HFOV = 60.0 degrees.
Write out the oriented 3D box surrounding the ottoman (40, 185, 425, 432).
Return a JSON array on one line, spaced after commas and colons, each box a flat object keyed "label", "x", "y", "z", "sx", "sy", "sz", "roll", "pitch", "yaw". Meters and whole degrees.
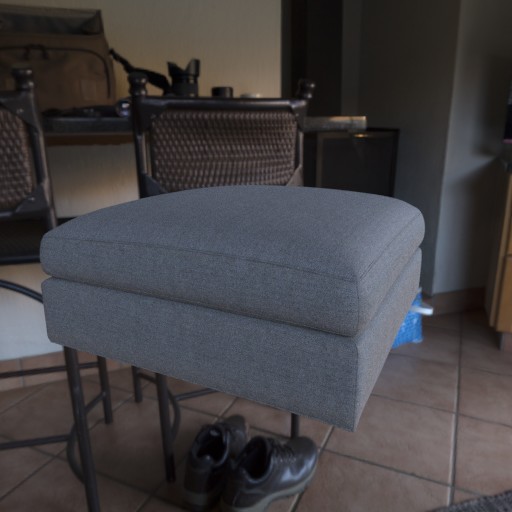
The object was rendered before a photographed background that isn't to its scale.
[{"label": "ottoman", "x": 0.000, "y": 0.000, "z": 1.606, "sx": 1.041, "sy": 0.470, "sz": 1.041, "roll": 8, "pitch": 17, "yaw": 26}]
